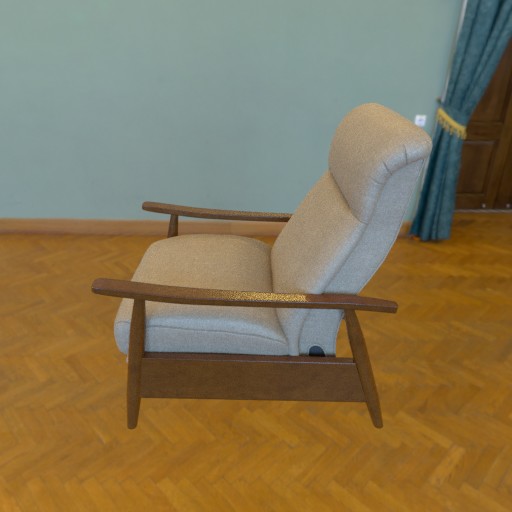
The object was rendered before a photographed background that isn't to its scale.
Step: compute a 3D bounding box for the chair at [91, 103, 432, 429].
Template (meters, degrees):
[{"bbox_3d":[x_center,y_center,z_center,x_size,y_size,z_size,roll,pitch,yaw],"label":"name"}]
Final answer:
[{"bbox_3d":[0.000,0.000,1.744,1.030,1.082,0.762,0,27,0],"label":"chair"}]
